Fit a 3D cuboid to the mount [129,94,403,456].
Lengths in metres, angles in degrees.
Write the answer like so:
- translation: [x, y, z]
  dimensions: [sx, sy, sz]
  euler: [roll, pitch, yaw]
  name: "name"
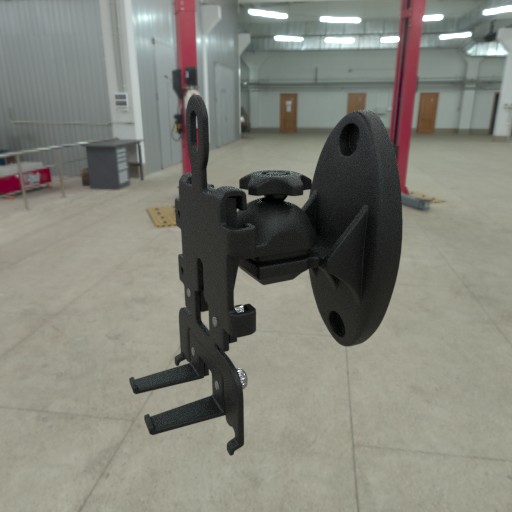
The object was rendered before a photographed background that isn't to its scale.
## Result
- translation: [0.000, 0.000, 0.173]
  dimensions: [0.100, 0.118, 0.066]
  euler: [-9, 21, -25]
  name: "mount"
